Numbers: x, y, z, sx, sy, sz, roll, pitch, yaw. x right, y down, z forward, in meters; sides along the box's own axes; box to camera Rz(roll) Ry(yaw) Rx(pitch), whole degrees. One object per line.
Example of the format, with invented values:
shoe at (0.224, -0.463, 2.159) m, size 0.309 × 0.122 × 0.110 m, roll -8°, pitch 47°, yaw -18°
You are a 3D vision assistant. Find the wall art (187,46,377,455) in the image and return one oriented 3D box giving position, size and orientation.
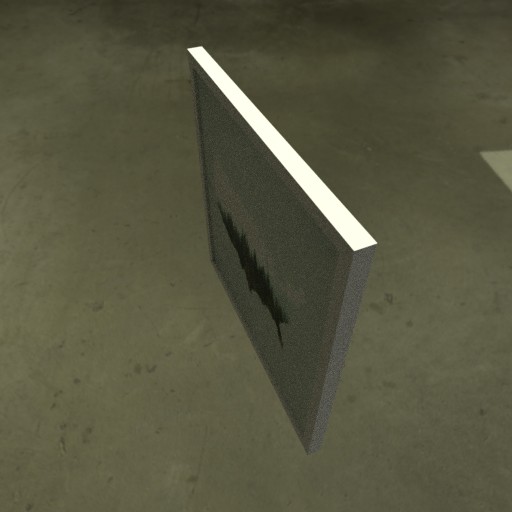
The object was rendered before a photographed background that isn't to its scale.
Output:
wall art at (0.000, 0.000, 1.130) m, size 0.038 × 0.762 × 0.762 m, roll -17°, pitch 49°, yaw -16°
